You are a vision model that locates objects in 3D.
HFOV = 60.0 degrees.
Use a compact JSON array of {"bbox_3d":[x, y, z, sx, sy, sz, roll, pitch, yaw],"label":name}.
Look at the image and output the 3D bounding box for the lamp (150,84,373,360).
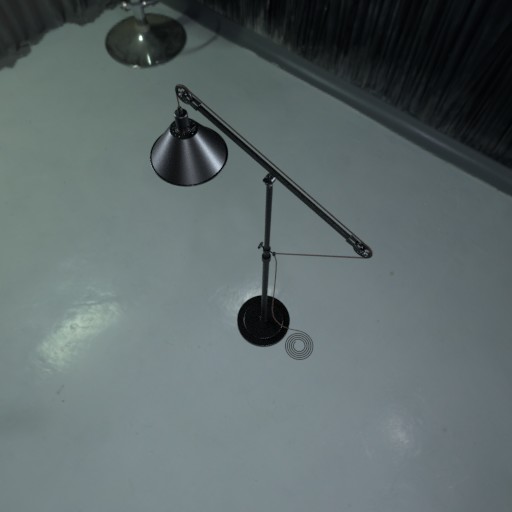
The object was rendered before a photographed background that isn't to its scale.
[{"bbox_3d":[0.000,0.000,1.981,0.904,1.626,0.319,33,68,15],"label":"lamp"}]
